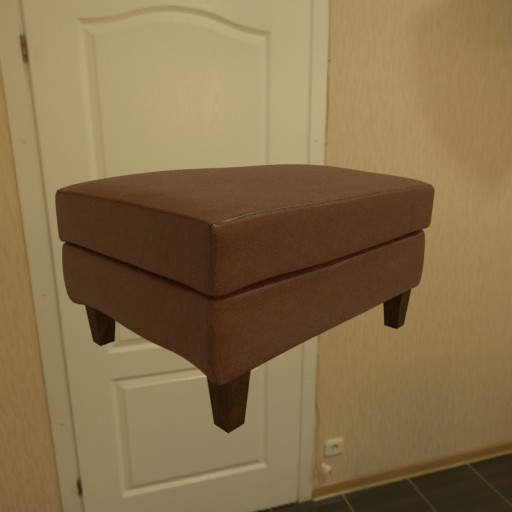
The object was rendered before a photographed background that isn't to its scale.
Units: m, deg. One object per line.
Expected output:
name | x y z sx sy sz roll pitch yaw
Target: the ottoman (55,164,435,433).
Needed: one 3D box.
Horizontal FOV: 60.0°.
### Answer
ottoman | 0.000 0.000 1.234 0.650 0.485 0.851 14 21 43
